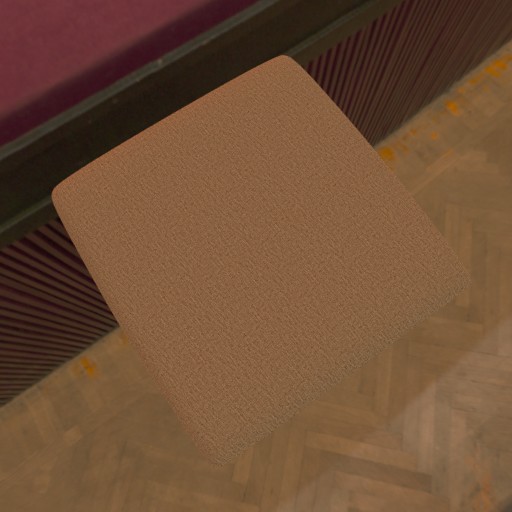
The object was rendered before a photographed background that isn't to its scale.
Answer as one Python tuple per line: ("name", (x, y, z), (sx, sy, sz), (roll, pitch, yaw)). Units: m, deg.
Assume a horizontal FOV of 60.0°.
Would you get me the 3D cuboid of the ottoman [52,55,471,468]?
("ottoman", (0.000, 0.000, 1.047), (0.649, 0.398, 0.650), (-33, 78, -8))
